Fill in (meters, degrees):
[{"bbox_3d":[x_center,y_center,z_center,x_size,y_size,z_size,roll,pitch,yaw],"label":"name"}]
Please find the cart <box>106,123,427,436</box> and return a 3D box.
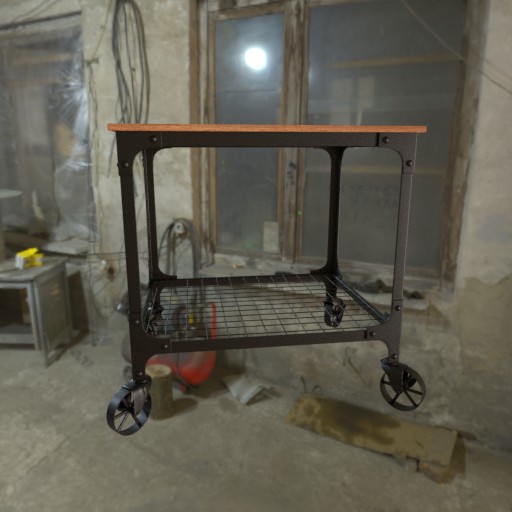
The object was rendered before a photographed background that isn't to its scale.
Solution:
[{"bbox_3d":[0.000,0.000,1.106,0.666,0.603,0.558,-2,14,-8],"label":"cart"}]
